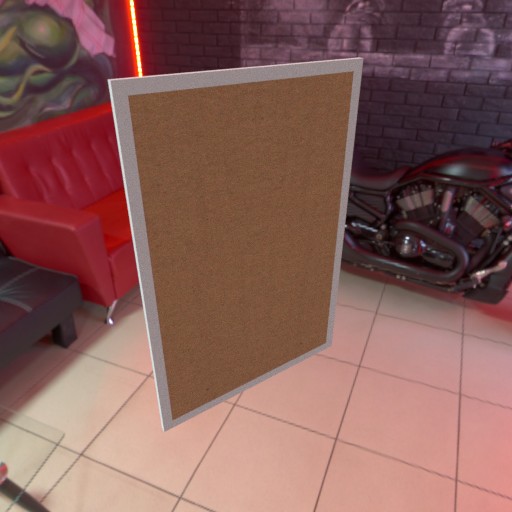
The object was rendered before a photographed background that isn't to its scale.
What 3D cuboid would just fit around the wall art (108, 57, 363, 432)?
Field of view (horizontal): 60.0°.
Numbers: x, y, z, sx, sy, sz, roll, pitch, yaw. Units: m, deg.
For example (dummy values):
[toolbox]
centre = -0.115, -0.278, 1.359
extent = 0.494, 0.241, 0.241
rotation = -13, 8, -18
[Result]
[wall art]
centre = 0.000, 0.000, 1.222
extent = 0.660, 0.965, 0.015
rotation = -19, 35, -29
